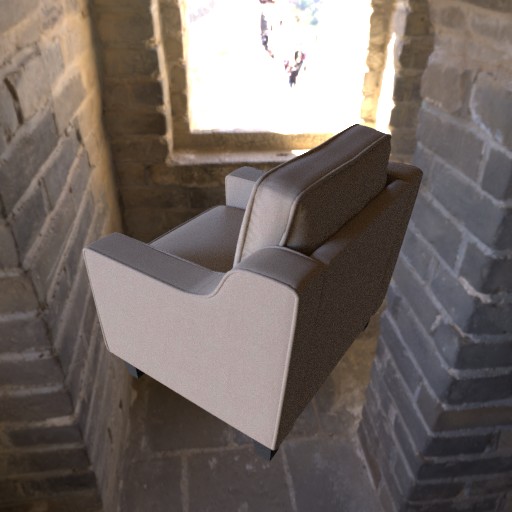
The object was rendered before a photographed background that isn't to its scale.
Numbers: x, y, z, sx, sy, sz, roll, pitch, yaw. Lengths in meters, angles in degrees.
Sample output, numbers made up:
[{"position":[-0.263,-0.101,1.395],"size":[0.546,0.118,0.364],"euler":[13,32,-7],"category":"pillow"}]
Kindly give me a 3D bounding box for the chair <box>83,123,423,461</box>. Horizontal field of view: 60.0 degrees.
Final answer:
[{"position":[0.000,0.000,1.683],"size":[0.882,0.948,0.922],"euler":[20,38,29],"category":"chair"}]
